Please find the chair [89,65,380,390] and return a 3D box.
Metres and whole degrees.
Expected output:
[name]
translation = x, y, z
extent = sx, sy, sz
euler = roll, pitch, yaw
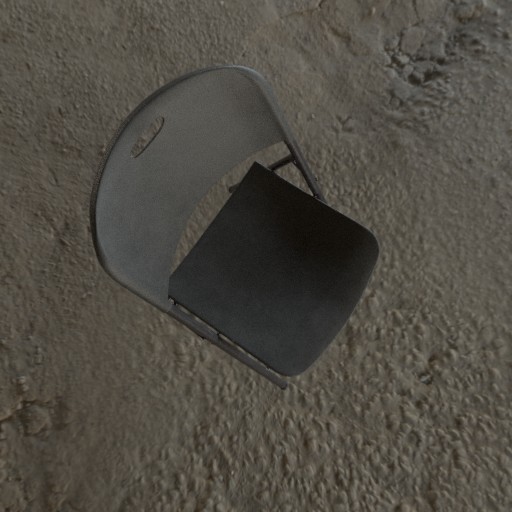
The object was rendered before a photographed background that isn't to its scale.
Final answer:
[chair]
translation = 0.000, 0.000, 1.141
extent = 0.567, 0.810, 0.494
euler = 34, 79, 7
